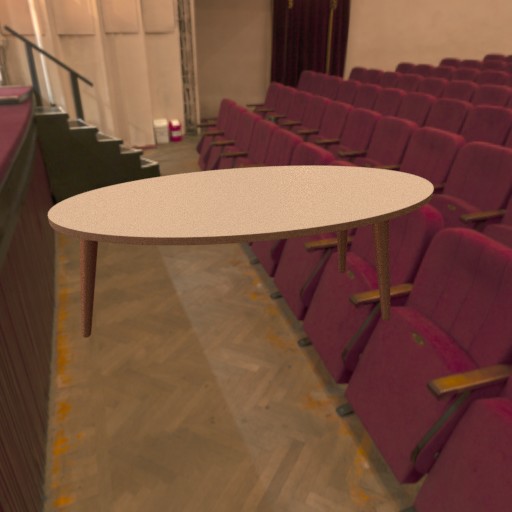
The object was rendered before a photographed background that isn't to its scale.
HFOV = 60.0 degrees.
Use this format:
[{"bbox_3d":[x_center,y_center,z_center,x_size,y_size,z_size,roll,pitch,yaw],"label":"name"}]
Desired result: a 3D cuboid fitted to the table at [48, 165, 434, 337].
[{"bbox_3d":[0.000,0.000,1.329,1.083,0.390,0.542,-7,27,-14],"label":"table"}]
